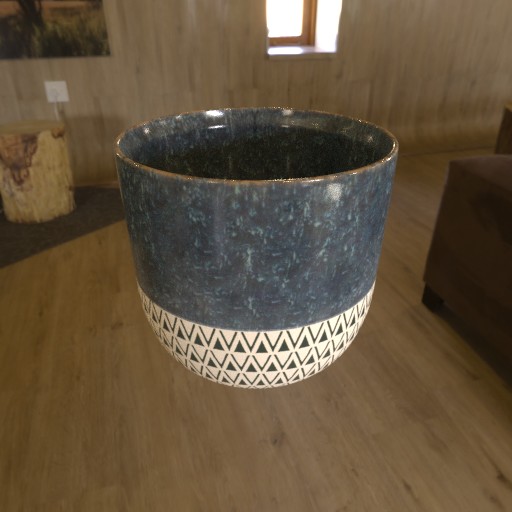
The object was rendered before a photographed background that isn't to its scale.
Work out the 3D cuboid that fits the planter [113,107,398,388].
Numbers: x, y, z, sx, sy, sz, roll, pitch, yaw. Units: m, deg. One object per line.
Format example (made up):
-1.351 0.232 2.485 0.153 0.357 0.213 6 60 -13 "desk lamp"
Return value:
0.000 0.000 0.494 0.266 0.270 0.266 0 29 0 "planter"
